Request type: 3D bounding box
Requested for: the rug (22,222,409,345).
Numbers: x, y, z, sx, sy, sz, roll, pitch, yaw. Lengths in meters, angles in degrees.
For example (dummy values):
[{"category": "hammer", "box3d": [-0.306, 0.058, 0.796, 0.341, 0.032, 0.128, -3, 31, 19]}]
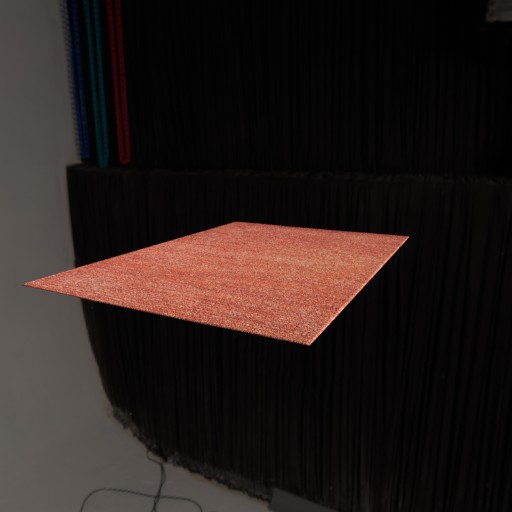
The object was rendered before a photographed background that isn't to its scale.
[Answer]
[{"category": "rug", "box3d": [0.000, 0.000, 5.154, 2.803, 0.025, 3.965, 7, 15, 26]}]
